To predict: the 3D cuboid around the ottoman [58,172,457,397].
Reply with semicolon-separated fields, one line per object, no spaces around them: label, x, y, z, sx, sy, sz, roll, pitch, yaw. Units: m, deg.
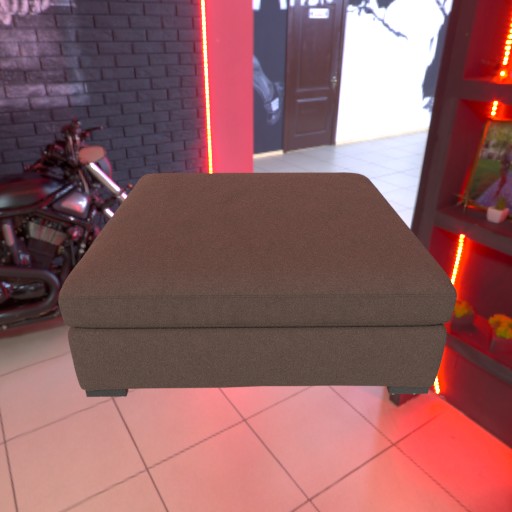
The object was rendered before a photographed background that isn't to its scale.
ottoman;0.000;0.000;1.857;1.181;0.470;1.181;0;27;-1
